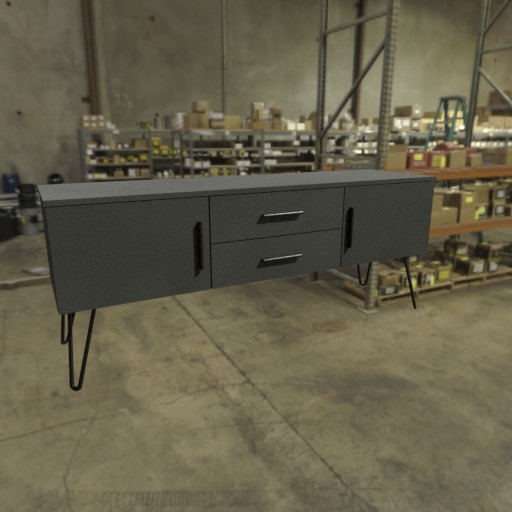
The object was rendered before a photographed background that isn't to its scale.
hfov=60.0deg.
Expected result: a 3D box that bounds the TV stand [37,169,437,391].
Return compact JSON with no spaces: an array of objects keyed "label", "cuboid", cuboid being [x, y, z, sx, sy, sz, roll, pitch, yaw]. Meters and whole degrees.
[{"label":"TV stand","cuboid":[0.000,0.000,1.659,1.400,0.560,0.400,-8,17,-26]}]
